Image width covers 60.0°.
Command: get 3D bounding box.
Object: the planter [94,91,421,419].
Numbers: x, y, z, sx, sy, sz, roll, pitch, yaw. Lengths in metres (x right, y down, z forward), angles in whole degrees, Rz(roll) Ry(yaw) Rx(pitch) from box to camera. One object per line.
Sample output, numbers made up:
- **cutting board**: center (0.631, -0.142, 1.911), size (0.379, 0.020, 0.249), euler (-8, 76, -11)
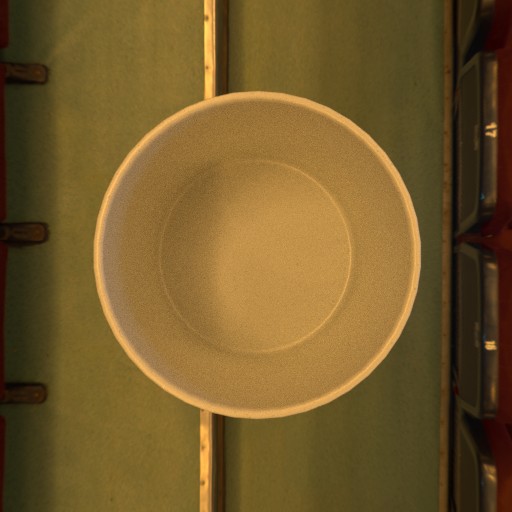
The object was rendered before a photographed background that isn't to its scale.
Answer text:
- **planter**: center (0.000, 0.000, 0.390), size (0.192, 0.263, 0.192), euler (0, 90, 0)
